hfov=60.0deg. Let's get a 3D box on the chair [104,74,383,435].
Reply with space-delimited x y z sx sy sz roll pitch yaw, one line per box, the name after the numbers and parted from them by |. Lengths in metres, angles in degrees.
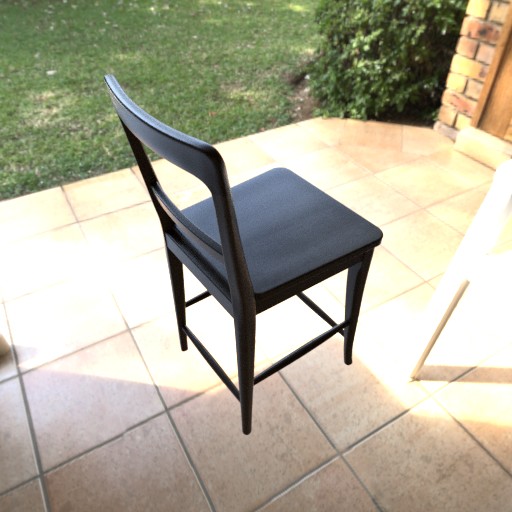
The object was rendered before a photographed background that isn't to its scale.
0.000 0.000 1.244 0.546 0.991 0.450 -26 48 -26 | chair
